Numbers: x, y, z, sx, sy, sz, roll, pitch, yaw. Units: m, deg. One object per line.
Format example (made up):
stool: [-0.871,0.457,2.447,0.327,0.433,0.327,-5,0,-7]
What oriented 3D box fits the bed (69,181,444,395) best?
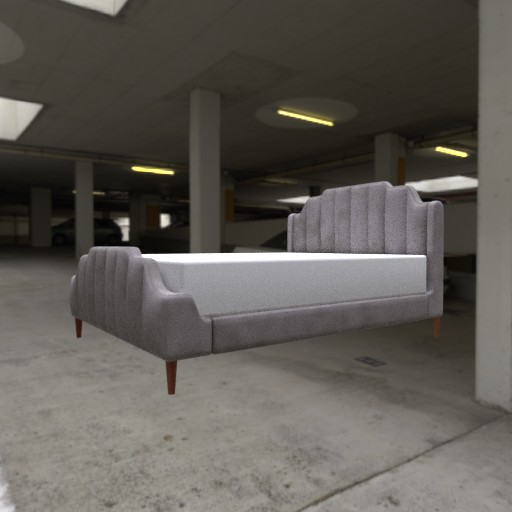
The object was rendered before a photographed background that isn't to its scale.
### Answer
bed: [0.000,0.000,3.366,2.340,1.245,1.676,-1,2,-36]
